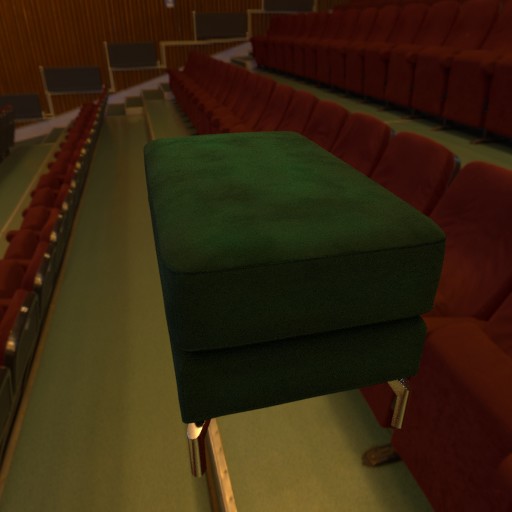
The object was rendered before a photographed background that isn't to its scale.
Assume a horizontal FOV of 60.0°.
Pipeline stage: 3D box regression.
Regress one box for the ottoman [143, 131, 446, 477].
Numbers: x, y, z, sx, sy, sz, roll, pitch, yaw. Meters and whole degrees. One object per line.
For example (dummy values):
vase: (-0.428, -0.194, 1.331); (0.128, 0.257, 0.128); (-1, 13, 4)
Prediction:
ottoman: (0.000, 0.000, 1.228); (0.536, 0.533, 0.886); (-7, 29, -13)
